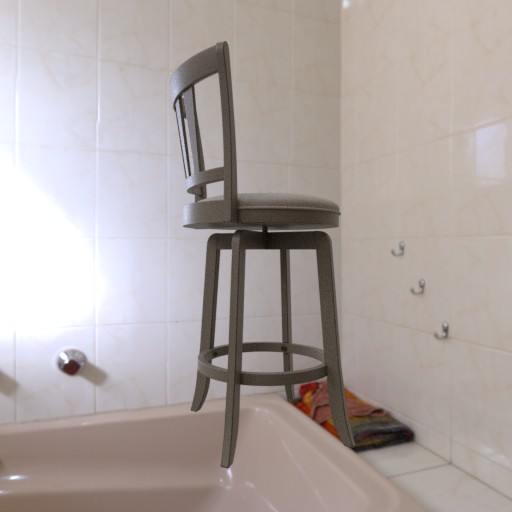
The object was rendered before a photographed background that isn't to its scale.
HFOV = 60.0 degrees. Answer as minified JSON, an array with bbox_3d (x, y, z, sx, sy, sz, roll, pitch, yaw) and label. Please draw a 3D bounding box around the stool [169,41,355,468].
[{"bbox_3d":[0.000,0.000,1.277,0.486,0.994,0.450,0,1,-19],"label":"stool"}]
